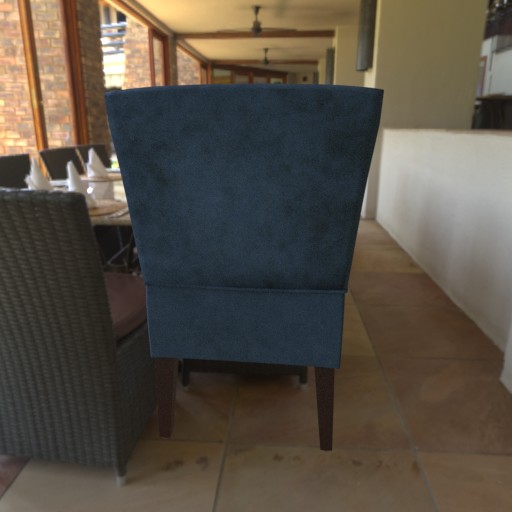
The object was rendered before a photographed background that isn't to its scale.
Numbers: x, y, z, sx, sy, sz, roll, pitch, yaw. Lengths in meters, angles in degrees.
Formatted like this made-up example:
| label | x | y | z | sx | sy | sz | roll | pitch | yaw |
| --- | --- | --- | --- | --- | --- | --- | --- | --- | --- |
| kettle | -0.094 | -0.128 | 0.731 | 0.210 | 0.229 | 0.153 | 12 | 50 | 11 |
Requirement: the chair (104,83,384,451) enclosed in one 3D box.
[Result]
| label | x | y | z | sx | sy | sz | roll | pitch | yaw |
| --- | --- | --- | --- | --- | --- | --- | --- | --- | --- |
| chair | 0.000 | 0.000 | 1.164 | 0.521 | 0.806 | 0.551 | 2 | 16 | 7 |
